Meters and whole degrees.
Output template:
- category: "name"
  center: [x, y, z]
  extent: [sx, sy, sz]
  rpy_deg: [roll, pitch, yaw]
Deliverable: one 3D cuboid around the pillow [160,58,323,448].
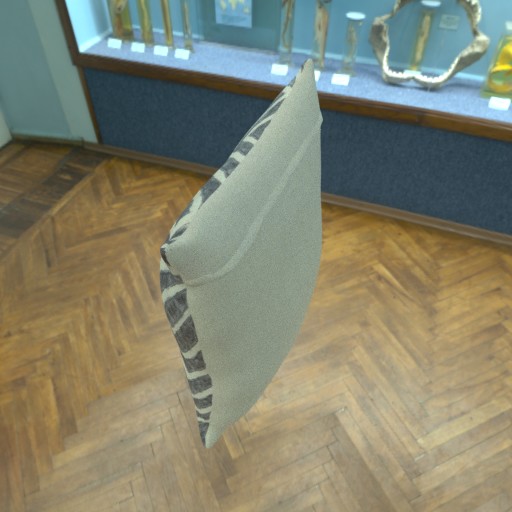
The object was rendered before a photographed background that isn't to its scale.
- category: "pillow"
  center: [0.000, 0.000, 0.672]
  extent: [0.182, 0.441, 0.440]
  rpy_deg: [16, 47, 15]
